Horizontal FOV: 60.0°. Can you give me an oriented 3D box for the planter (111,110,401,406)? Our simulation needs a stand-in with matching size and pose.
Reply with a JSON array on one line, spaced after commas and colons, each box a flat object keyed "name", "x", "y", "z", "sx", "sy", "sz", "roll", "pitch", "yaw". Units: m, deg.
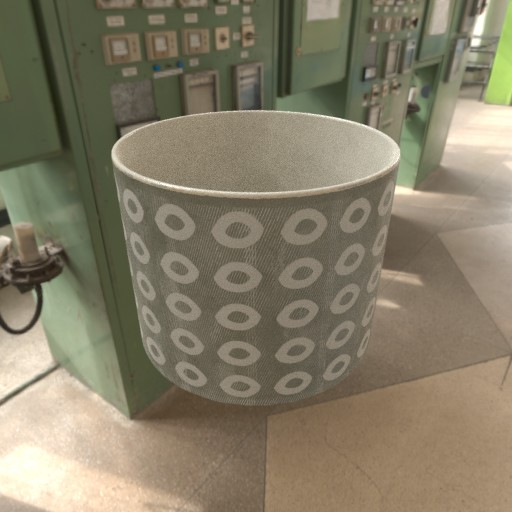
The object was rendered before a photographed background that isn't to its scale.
[{"name": "planter", "x": 0.000, "y": 0.000, "z": 0.347, "sx": 0.190, "sy": 0.181, "sz": 0.190, "roll": 0, "pitch": 30, "yaw": 0}]
